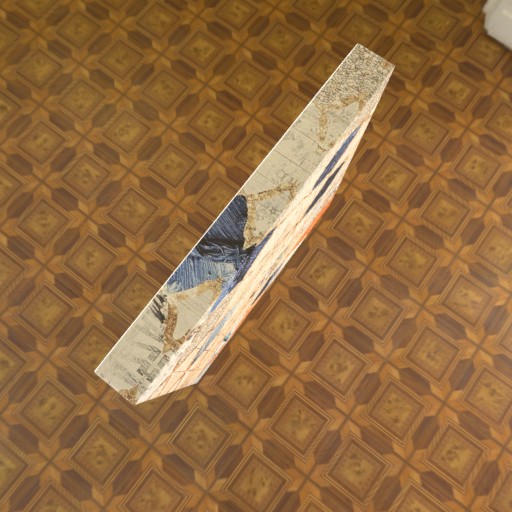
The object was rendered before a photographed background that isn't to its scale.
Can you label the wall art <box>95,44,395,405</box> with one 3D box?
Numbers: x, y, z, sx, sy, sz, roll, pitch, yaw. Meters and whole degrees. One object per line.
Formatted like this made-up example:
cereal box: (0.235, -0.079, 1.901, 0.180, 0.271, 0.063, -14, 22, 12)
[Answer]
wall art: (0.000, 0.000, 0.454, 0.036, 0.304, 0.303, 36, 79, 8)
